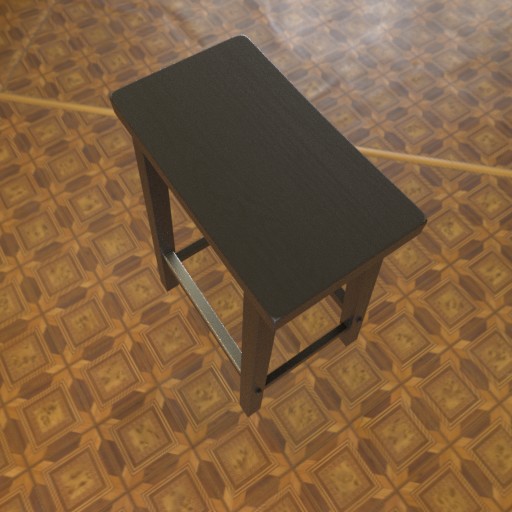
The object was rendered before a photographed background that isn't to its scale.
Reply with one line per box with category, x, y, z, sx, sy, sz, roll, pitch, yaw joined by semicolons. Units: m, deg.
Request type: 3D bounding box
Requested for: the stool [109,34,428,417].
stool;0.000;0.000;0.848;0.322;0.610;0.406;-31;68;-15
